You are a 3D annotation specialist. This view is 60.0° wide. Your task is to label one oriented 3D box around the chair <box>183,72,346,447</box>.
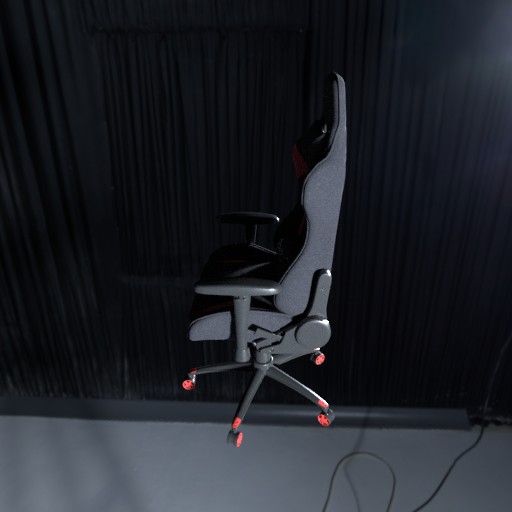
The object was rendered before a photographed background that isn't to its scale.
[{"bbox_3d":[0.000,0.000,1.728,0.658,1.326,0.695,1,25,2],"label":"chair"}]
